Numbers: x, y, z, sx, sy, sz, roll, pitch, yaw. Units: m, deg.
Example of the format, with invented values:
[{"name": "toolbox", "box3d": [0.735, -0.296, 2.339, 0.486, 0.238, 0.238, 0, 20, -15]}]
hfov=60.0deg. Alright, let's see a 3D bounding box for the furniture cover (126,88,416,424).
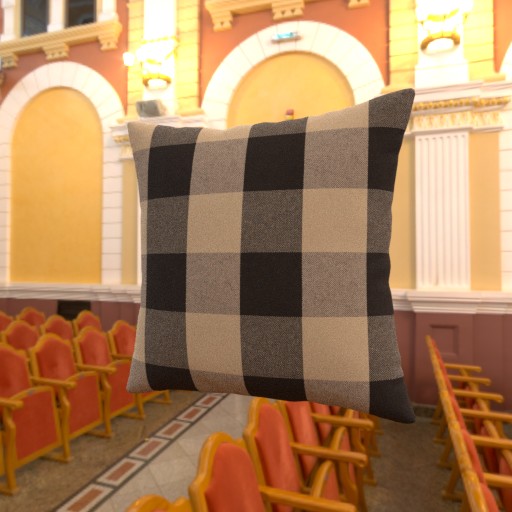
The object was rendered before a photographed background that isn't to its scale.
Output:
[{"name": "furniture cover", "box3d": [0.000, 0.000, 0.752, 0.511, 0.509, 0.161, 0, -1, 19]}]
